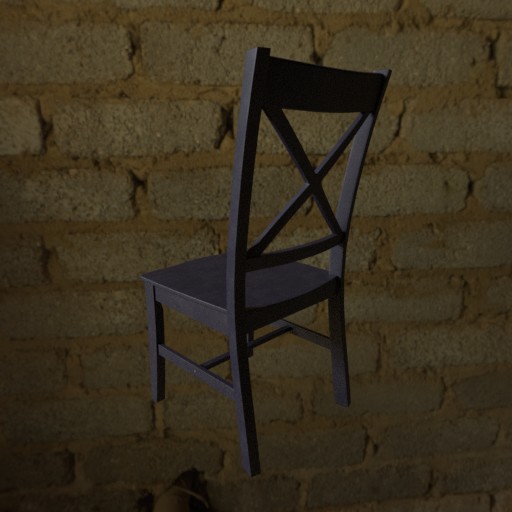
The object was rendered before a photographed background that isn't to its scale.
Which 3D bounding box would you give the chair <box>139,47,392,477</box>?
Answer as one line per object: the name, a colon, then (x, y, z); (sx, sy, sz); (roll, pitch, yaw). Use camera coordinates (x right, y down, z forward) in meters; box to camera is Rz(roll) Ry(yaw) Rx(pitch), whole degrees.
chair: (0.000, 0.000, 1.264); (0.485, 0.983, 0.542); (-16, 22, -43)
